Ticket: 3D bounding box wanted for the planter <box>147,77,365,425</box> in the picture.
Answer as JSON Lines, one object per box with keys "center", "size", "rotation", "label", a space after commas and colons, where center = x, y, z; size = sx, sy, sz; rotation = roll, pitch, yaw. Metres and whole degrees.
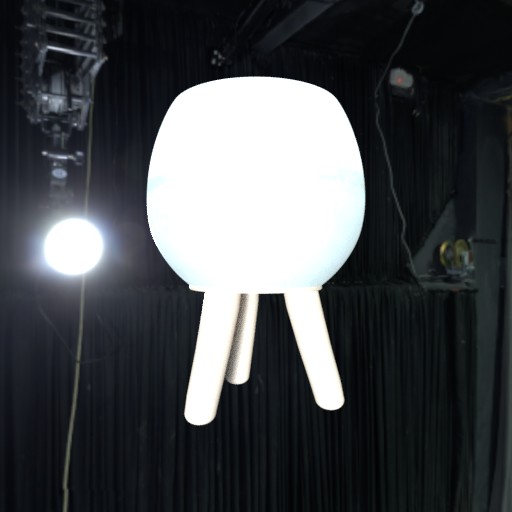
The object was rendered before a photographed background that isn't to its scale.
{"center": [0.000, 0.000, 0.337], "size": [0.161, 0.224, 0.161], "rotation": [0, 0, 0], "label": "planter"}
